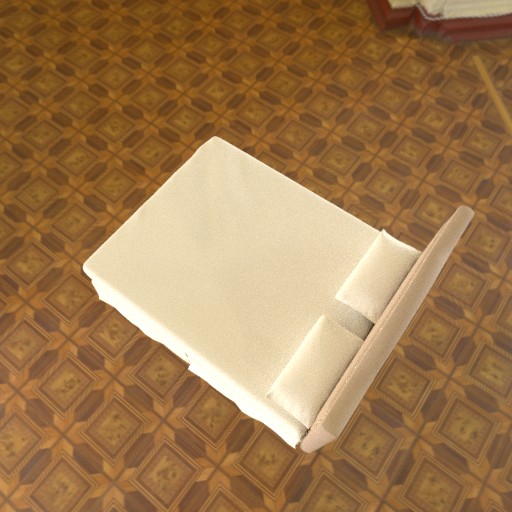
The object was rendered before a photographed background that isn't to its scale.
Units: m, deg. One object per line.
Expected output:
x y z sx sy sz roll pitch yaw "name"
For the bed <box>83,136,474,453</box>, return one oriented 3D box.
0.000 0.000 3.422 2.282 1.436 1.821 33 68 16 "bed"
